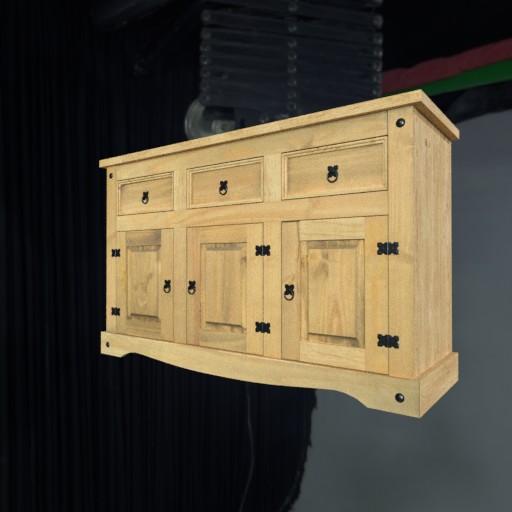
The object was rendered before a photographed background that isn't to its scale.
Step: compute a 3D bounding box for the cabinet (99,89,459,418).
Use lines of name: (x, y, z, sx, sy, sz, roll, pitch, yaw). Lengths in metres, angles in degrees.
cabinet: (0.000, 0.000, 1.652, 1.321, 0.810, 0.432, 0, -1, 36)
